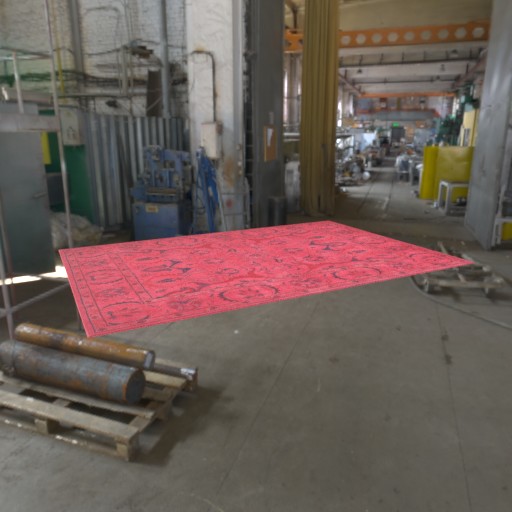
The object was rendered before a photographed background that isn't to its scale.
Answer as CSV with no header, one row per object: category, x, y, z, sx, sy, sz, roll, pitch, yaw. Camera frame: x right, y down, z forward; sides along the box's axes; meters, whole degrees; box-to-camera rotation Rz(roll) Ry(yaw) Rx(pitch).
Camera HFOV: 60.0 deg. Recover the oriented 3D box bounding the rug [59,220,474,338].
rug,0.000,0.000,2.315,1.814,0.008,1.209,-8,17,-26
